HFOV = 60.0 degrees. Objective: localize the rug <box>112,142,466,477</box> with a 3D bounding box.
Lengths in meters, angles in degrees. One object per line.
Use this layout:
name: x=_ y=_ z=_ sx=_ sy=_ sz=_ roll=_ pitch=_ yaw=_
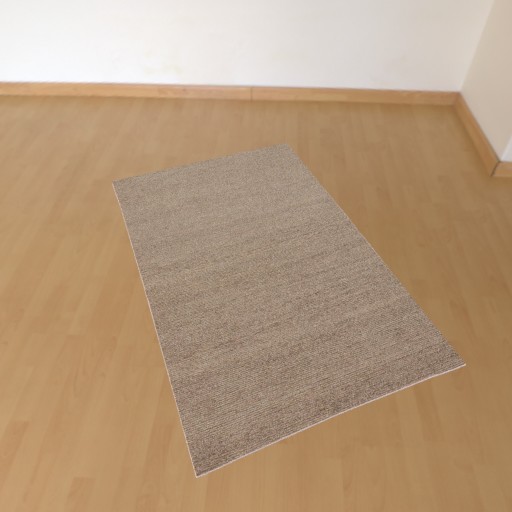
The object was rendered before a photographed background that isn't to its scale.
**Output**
rug: x=0.000 y=0.000 z=2.235 sx=1.154 sy=0.021 sz=1.792 roll=-16 pitch=49 yaw=-15
